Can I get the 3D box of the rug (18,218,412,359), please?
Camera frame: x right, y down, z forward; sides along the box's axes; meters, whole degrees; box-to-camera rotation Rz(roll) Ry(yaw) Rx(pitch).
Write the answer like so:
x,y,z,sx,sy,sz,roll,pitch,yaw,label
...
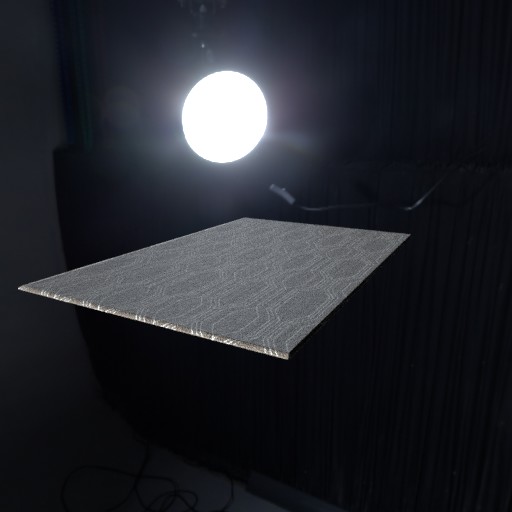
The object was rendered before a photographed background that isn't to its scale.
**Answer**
x,y,z,sx,sy,sz,roll,pitch,yaw,label
0.000,0.000,2.313,1.239,0.012,1.836,8,17,28,rug
